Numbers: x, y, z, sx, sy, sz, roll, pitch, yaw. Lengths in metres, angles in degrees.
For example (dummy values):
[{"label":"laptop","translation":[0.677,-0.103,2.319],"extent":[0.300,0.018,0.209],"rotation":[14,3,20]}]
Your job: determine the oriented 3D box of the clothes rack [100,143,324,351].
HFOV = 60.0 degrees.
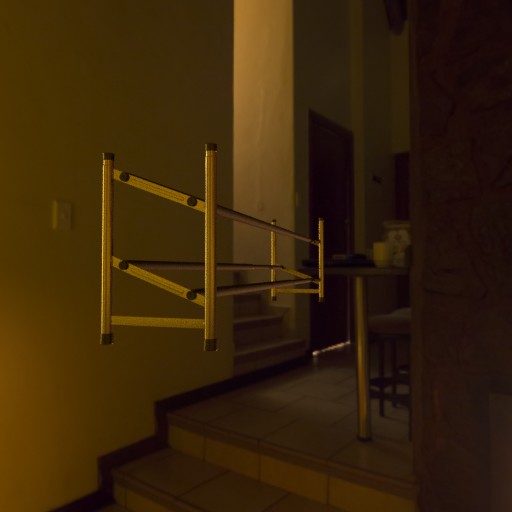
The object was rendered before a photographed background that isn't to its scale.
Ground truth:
[{"label":"clothes rack","translation":[0.000,0.000,1.325],"extent":[0.229,0.349,1.168],"rotation":[-1,-2,18]}]
